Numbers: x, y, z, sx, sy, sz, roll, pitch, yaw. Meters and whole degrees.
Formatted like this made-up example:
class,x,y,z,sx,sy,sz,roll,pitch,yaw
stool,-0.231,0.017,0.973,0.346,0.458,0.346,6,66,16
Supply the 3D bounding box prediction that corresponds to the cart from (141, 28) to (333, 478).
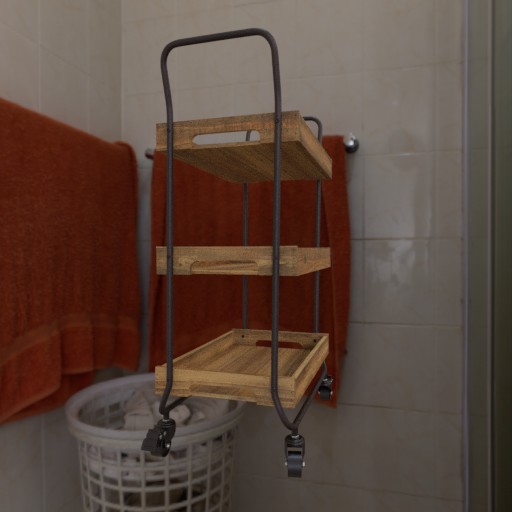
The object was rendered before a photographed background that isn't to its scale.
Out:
class,x,y,z,sx,sy,sz,roll,pitch,yaw
cart,0.000,0.000,1.128,0.339,0.857,0.583,0,1,17
